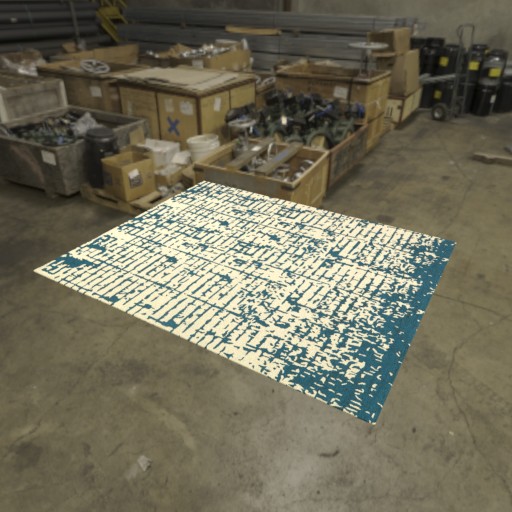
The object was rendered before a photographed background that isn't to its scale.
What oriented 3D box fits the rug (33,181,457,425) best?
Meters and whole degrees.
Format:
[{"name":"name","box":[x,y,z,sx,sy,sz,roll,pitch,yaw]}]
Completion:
[{"name":"rug","box":[0.000,0.000,4.022,3.017,0.014,2.416,18,35,26]}]
